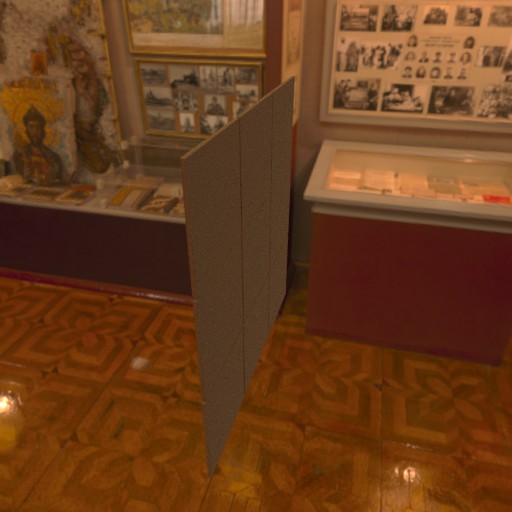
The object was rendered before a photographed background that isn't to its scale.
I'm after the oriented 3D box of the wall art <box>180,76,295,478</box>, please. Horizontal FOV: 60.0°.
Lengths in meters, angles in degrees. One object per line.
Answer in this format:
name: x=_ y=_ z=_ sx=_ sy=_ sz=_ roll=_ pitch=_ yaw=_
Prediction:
wall art: x=0.000 y=0.000 z=1.382 sx=0.010 sy=0.917 sz=0.919 roll=8 pitch=32 yaw=14
